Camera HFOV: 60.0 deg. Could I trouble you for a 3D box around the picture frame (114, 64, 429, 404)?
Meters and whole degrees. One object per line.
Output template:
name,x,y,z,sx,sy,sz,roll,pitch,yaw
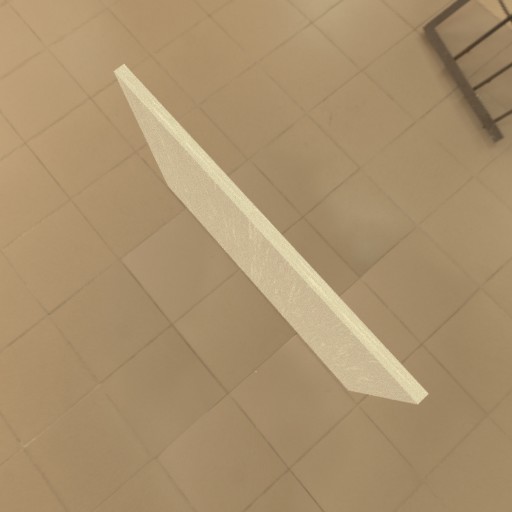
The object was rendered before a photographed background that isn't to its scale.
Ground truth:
picture frame,0.000,0.000,1.224,0.029,0.640,0.950,-40,79,-10
